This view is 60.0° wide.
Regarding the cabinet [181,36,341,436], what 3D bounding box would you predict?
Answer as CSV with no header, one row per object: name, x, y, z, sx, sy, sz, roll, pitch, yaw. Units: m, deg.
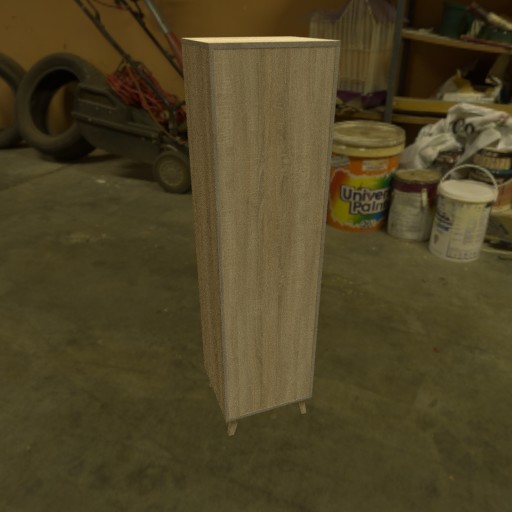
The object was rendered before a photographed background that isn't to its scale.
cabinet,0.000,0.000,2.230,0.510,1.960,0.450,-10,30,-18
